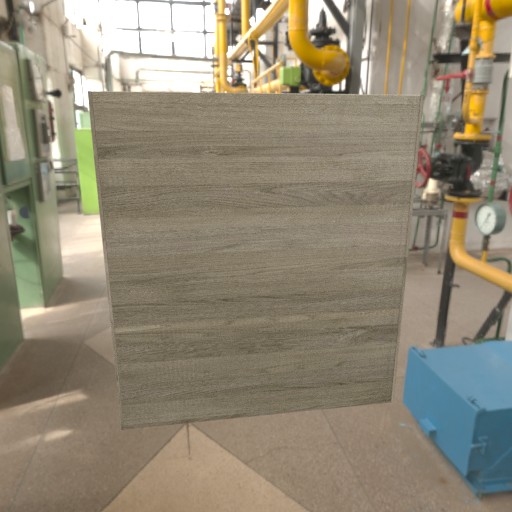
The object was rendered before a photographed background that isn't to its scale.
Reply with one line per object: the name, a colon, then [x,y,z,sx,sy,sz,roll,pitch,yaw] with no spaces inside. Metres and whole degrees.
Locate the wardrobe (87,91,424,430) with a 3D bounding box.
wardrobe: [0.000,0.000,2.881,1.780,1.960,0.629,-3,16,-9]
